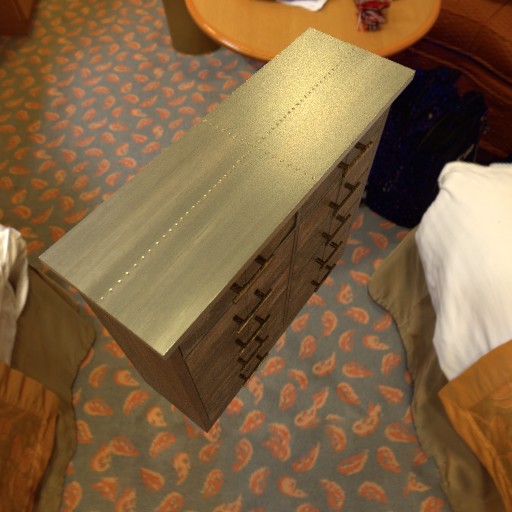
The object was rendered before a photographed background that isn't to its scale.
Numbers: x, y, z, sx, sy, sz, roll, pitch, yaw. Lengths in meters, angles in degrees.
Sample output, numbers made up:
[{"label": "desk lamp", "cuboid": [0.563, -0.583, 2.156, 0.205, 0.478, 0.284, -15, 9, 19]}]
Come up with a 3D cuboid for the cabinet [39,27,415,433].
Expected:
[{"label": "cabinet", "cuboid": [0.000, 0.000, 1.406, 0.338, 0.919, 0.968, 33, 64, 18]}]
